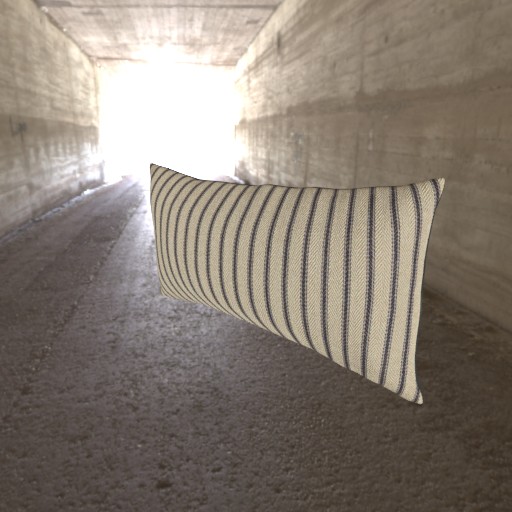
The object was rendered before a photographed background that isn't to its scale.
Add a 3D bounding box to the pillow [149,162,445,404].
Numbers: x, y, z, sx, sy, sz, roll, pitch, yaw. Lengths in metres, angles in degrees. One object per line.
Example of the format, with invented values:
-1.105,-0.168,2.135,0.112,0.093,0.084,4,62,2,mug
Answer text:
0.000,0.000,0.751,0.609,0.305,0.151,15,22,42,pillow
